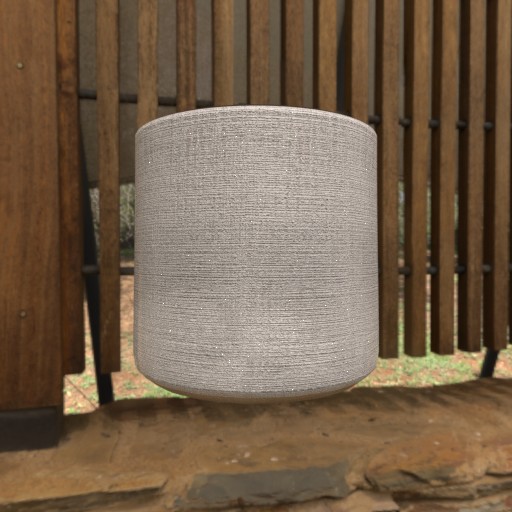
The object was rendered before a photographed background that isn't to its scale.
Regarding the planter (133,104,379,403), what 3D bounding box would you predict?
[{"bbox_3d":[0.000,0.000,0.300,0.160,0.156,0.160,0,1,0],"label":"planter"}]
